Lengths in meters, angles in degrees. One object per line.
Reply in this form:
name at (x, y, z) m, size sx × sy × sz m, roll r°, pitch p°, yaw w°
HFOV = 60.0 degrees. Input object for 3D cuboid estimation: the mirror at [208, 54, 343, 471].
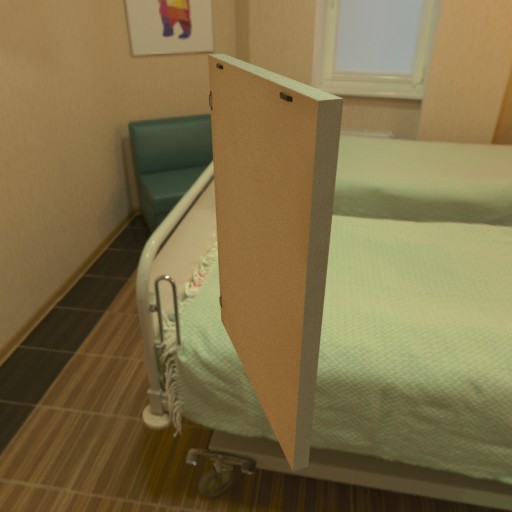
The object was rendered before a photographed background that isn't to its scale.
mirror at (0.000, 0.000, 0.912) m, size 0.039 × 0.710 × 0.507 m, roll -11°, pitch 32°, yaw -17°
